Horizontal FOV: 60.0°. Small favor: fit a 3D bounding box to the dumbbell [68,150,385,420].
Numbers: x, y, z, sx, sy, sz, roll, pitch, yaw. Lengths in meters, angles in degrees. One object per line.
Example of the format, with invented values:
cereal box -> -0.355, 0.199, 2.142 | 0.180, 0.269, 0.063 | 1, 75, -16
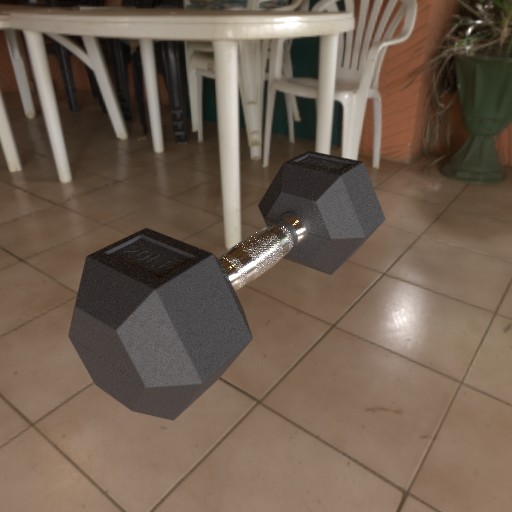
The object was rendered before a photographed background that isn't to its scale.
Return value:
dumbbell -> 0.000, 0.000, 0.360 | 0.116, 0.101, 0.297 | 20, 36, 31
